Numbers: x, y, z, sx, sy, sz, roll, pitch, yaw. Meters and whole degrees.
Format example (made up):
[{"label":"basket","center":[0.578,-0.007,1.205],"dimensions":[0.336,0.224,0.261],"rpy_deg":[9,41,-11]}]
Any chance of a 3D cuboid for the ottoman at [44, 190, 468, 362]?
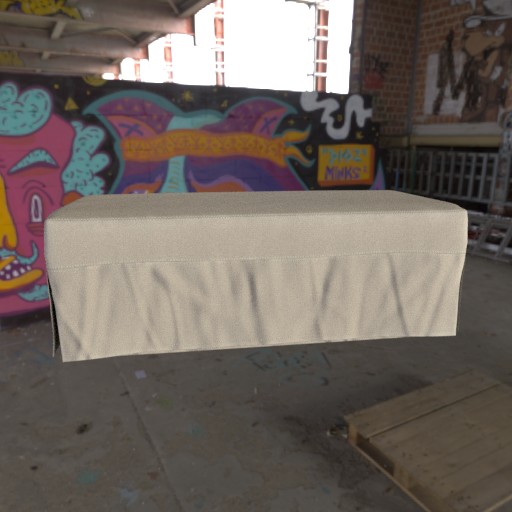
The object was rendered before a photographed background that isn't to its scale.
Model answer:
[{"label":"ottoman","center":[0.000,0.000,1.709],"dimensions":[1.388,0.457,0.665],"rpy_deg":[-2,15,-8]}]
